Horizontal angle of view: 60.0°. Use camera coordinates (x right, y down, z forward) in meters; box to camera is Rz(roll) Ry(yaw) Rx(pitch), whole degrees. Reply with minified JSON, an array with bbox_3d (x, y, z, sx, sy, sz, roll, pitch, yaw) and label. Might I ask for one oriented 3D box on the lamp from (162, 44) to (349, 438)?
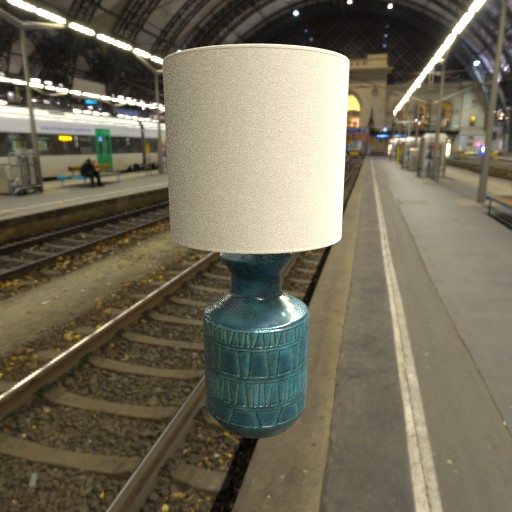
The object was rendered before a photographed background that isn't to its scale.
[{"bbox_3d":[0.000,0.000,0.565,0.211,0.455,0.211,-2,14,-7],"label":"lamp"}]
